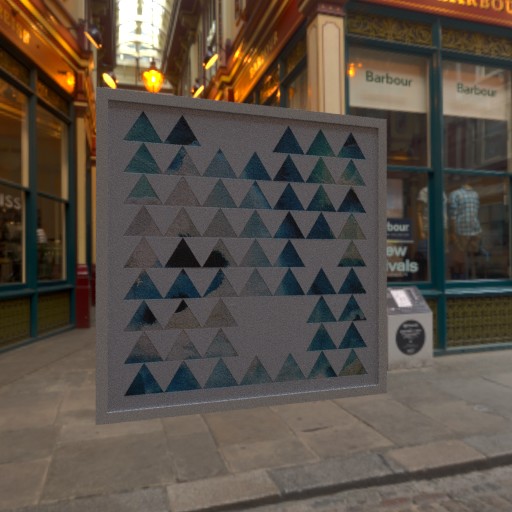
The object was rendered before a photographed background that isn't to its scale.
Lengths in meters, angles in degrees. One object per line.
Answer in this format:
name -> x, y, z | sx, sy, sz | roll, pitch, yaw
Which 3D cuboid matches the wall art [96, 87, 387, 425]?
wall art -> 0.000, 0.000, 0.671 | 0.456, 0.456, 0.007 | 0, 0, -18
